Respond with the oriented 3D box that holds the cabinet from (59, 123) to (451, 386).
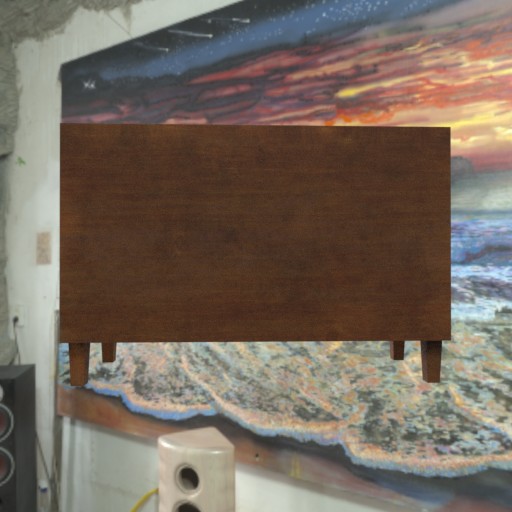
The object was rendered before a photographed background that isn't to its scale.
[{"bbox_3d":[0.000,0.000,1.563,1.204,0.805,0.403,0,0,-2],"label":"cabinet"}]
